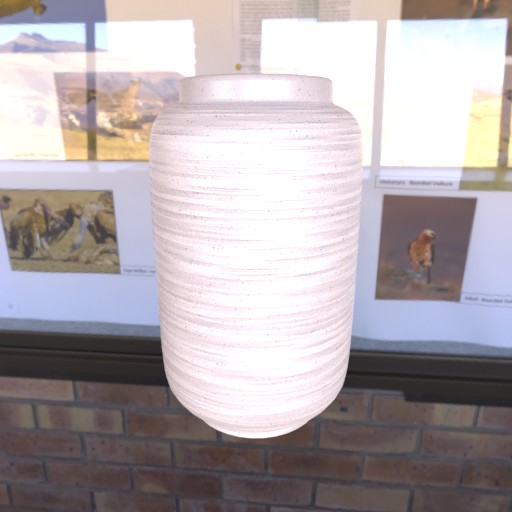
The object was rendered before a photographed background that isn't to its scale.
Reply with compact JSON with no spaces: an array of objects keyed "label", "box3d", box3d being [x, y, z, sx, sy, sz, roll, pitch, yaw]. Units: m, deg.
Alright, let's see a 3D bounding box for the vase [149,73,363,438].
[{"label":"vase","box3d":[0.000,0.000,0.453,0.202,0.335,0.202,0,18,0]}]
